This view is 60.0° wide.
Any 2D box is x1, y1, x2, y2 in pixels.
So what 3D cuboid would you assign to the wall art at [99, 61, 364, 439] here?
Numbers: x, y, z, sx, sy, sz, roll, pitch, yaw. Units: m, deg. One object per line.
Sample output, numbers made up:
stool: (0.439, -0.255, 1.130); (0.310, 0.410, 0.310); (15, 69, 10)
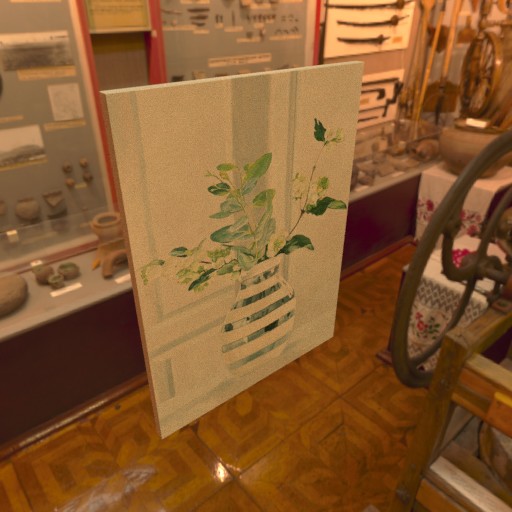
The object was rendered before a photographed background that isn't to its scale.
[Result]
wall art: (0.000, 0.000, 1.579); (0.914, 1.212, 0.038); (-22, 37, -33)
